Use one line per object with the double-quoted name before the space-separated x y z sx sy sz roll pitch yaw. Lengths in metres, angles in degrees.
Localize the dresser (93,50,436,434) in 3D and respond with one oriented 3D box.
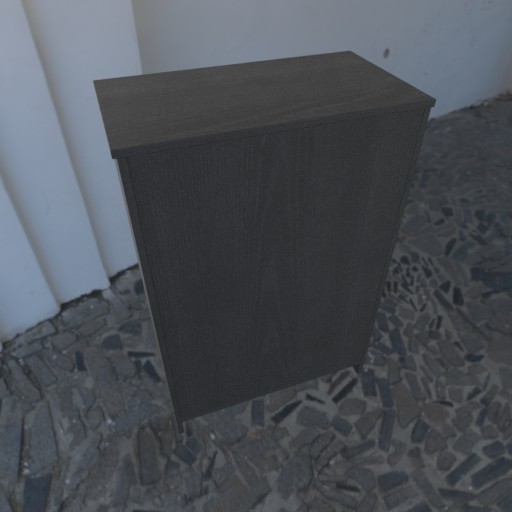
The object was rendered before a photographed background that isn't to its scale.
"dresser" 0.000 0.000 1.355 0.700 1.020 0.398 -13 42 -15
